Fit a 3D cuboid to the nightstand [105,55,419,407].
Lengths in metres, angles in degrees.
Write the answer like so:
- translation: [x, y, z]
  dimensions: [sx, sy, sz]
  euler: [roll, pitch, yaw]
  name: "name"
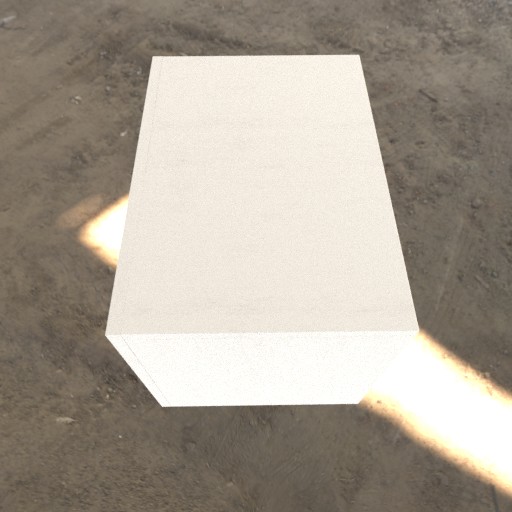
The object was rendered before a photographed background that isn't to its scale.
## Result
- translation: [0.000, 0.000, 1.025]
  dimensions: [0.447, 0.604, 0.614]
  euler: [-1, 59, 0]
  name: "nightstand"
